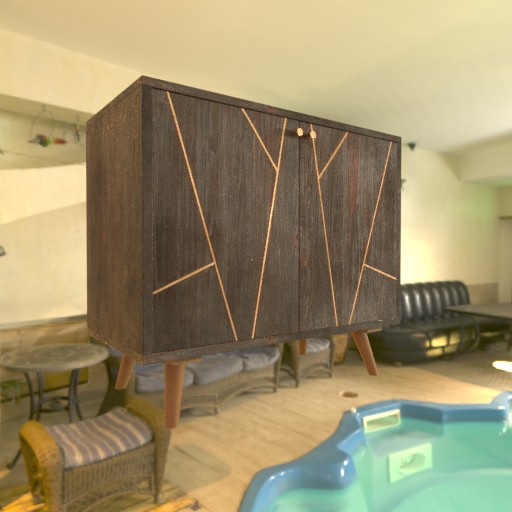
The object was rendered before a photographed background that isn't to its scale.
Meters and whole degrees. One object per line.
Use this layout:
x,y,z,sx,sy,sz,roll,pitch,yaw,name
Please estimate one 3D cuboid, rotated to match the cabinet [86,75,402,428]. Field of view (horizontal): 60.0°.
0.000,0.000,1.573,1.023,0.897,0.529,-1,1,-36,cabinet
